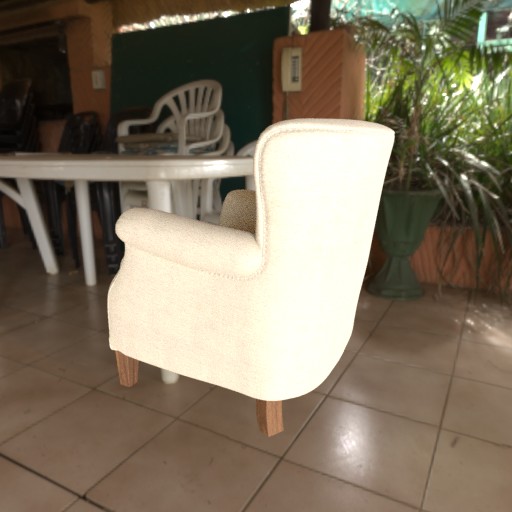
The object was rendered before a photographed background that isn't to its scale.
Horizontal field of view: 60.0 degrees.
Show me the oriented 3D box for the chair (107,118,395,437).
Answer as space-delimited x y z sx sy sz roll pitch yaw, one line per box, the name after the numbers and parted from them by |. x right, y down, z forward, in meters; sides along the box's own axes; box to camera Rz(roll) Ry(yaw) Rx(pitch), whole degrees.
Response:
0.000 0.000 1.646 0.921 0.936 0.861 7 16 27 | chair
